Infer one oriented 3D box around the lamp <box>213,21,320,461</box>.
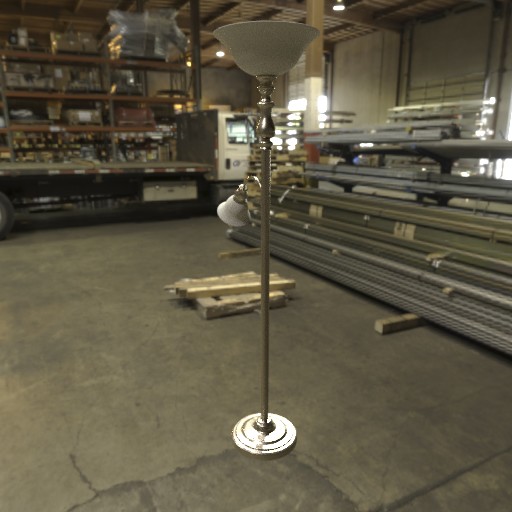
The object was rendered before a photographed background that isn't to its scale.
[{"bbox_3d":[0.000,0.000,1.989,0.405,1.785,0.575,-8,17,-27],"label":"lamp"}]
